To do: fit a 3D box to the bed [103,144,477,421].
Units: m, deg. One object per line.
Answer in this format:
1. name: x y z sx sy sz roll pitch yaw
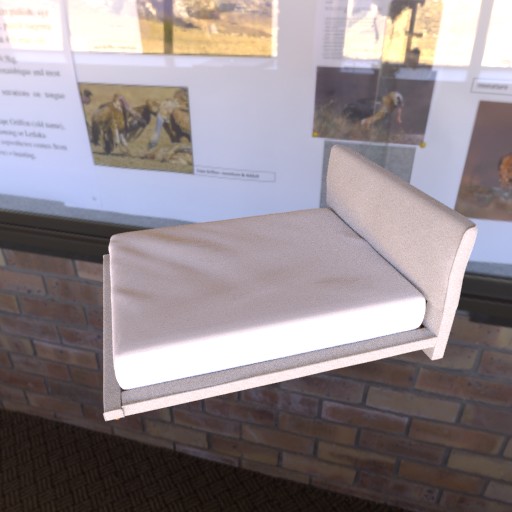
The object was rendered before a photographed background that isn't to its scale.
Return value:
1. bed: 0.000 0.000 3.599 2.498 1.126 1.980 -8 31 -14
